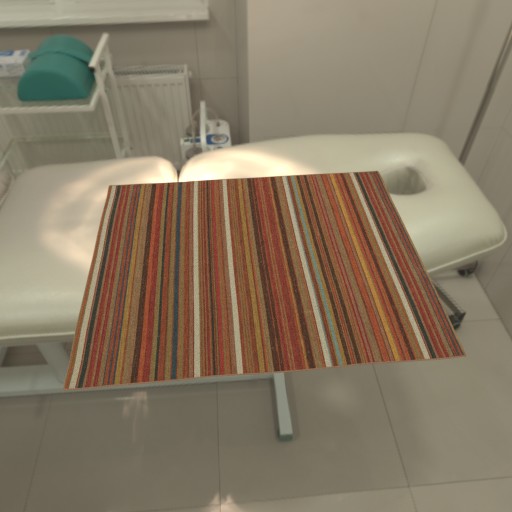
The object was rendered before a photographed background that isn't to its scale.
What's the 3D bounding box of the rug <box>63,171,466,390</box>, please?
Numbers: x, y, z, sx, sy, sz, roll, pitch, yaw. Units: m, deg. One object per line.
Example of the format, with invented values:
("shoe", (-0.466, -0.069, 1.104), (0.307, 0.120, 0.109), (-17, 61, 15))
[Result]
("rug", (0.000, 0.000, 4.202), (3.092, 0.023, 2.479), (-4, 46, -3))
